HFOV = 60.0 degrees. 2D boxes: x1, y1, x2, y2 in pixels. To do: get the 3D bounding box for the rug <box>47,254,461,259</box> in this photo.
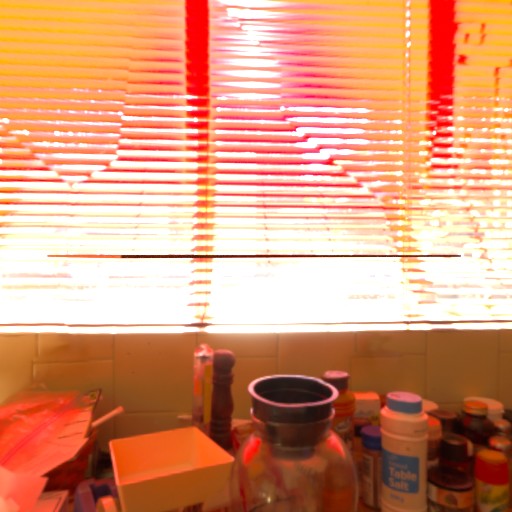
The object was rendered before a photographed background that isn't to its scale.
[{"bbox_3d":[0.000,0.000,2.342,1.829,0.014,1.219,0,0,-35],"label":"rug"}]
